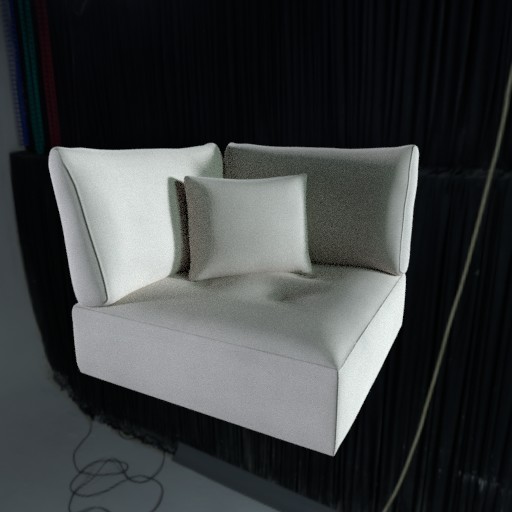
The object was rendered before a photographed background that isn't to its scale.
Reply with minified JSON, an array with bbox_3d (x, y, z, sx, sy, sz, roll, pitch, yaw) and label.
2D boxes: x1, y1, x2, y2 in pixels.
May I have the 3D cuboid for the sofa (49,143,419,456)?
[{"bbox_3d":[0.000,0.000,1.682,1.000,0.820,1.000,8,17,27],"label":"sofa"}]
